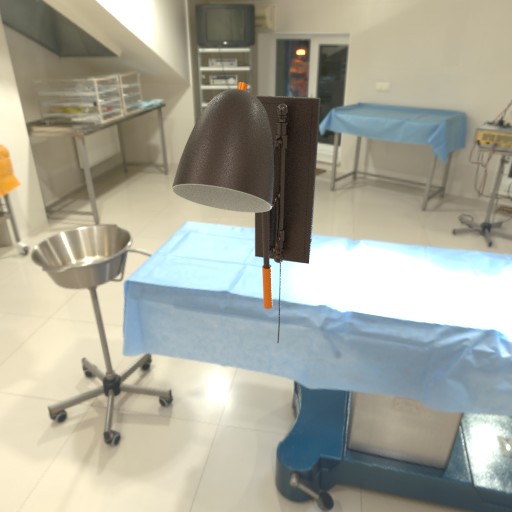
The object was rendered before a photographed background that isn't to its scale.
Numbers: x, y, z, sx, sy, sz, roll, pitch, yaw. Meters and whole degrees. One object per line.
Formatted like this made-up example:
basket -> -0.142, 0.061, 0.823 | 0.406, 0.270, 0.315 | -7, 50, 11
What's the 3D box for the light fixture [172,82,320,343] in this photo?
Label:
light fixture -> 0.000, 0.000, 0.954 | 0.162, 0.715, 0.499 | 8, 28, 16
